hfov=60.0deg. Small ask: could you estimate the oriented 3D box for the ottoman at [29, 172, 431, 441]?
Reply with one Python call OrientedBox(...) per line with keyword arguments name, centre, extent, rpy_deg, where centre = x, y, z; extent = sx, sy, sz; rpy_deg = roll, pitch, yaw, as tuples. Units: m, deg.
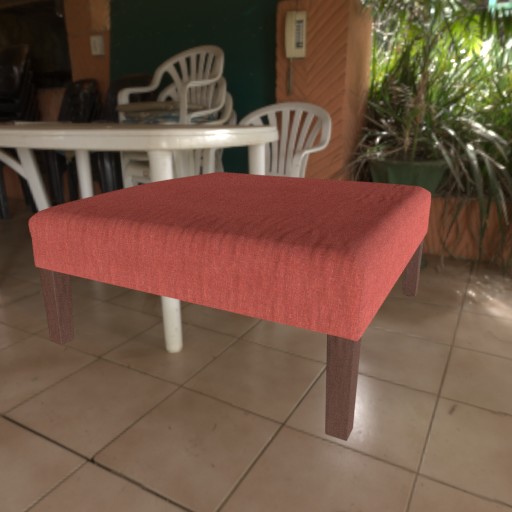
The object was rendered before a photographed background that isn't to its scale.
OrientedBox(name="ottoman", centre=(0.000, 0.000, 1.378), extent=(0.889, 0.411, 0.890), rpy_deg=(9, 20, 26))
